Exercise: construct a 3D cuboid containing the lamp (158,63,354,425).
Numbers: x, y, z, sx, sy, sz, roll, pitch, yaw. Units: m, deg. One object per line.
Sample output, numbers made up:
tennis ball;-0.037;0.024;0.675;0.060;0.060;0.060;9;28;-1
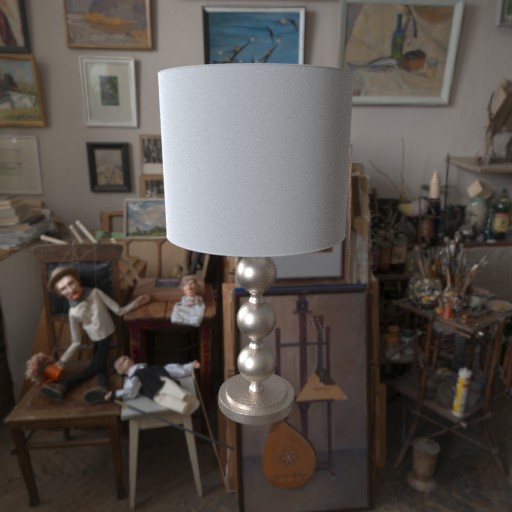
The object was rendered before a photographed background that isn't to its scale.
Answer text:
lamp;0.000;0.000;0.710;0.277;0.538;0.277;-15;23;-42
